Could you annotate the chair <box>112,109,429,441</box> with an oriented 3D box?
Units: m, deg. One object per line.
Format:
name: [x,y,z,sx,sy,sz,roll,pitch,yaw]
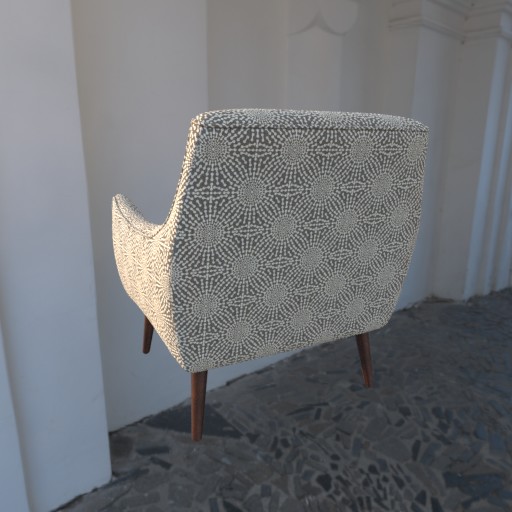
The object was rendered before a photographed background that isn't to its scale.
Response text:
chair: [0.000,0.000,1.409,0.762,0.838,0.787,-7,16,-26]
